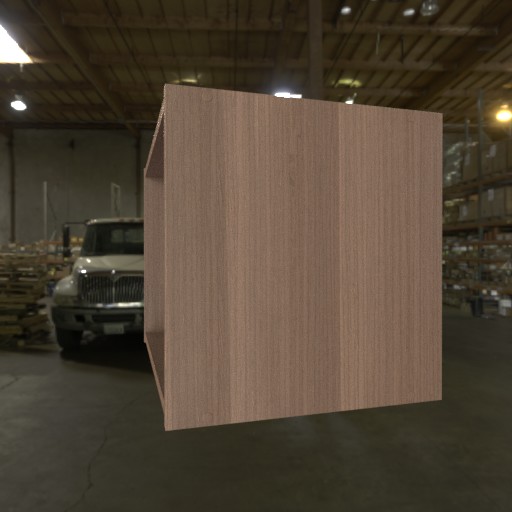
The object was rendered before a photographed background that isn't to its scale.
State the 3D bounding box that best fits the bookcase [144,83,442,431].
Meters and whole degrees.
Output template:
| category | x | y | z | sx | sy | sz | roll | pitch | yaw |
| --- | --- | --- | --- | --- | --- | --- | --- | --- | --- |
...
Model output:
| category | x | y | z | sx | sy | sz | roll | pitch | yaw |
| --- | --- | --- | --- | --- | --- | --- | --- | --- | --- |
| bookcase | 0.000 | 0.000 | 0.628 | 0.290 | 0.305 | 0.415 | 0 | 0 | -17 |
